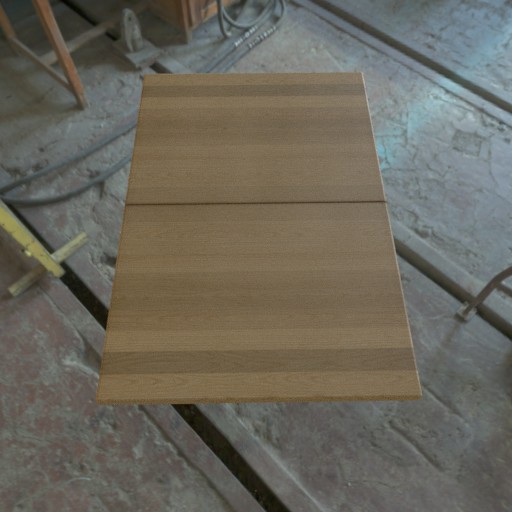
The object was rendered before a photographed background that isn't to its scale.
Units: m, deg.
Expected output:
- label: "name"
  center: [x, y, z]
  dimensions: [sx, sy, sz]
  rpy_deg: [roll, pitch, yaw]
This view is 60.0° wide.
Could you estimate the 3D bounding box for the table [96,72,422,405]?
- label: "table"
  center: [0.000, 0.000, 1.852]
  dimensions: [0.900, 0.770, 1.300]
  rpy_deg: [-1, 62, 0]
